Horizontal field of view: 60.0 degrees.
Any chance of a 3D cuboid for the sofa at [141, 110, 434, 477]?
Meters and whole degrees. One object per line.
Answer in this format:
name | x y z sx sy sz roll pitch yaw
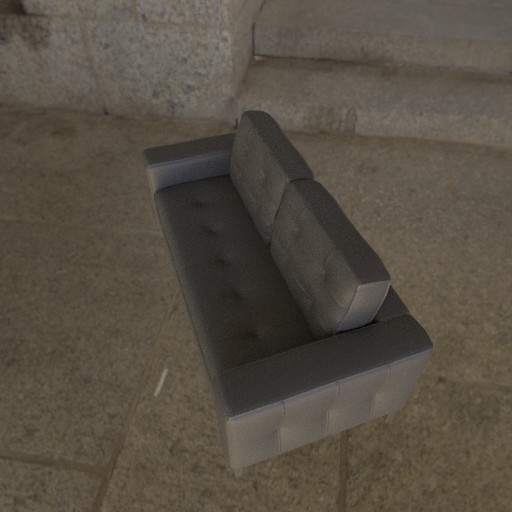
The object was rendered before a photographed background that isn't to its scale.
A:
sofa | 0.000 0.000 2.223 0.833 0.892 1.726 -14 48 -13
